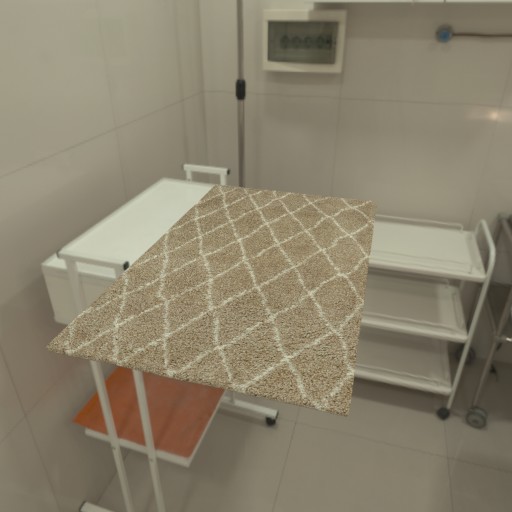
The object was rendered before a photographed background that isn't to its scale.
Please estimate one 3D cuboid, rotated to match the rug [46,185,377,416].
[{"bbox_3d":[0.000,0.000,3.081,1.524,0.030,2.438,8,30,14],"label":"rug"}]
